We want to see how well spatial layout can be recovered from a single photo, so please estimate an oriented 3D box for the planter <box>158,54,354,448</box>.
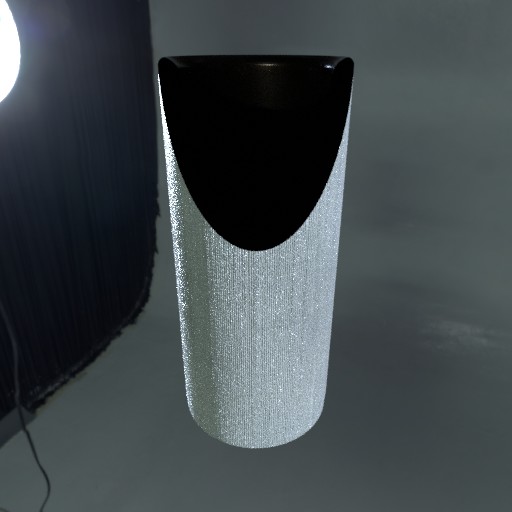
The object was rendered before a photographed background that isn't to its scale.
[{"bbox_3d":[0.000,0.000,0.126,0.045,0.103,0.045,8,27,16],"label":"planter"}]
